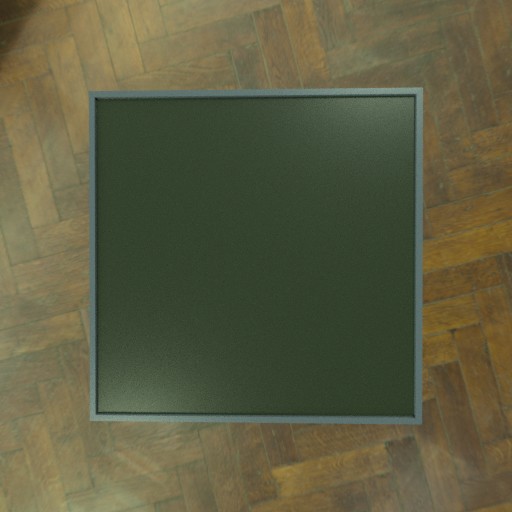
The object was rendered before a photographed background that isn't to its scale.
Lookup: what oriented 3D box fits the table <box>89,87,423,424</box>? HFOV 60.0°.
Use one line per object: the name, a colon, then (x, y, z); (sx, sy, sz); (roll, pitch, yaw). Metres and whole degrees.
table: (0.000, 0.000, 1.214); (0.801, 0.299, 0.801); (0, 90, 2)
